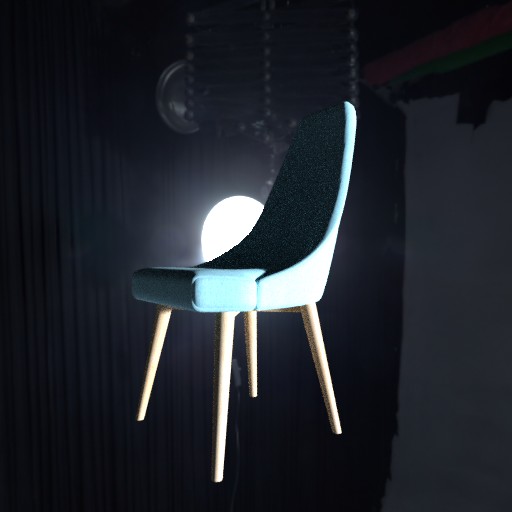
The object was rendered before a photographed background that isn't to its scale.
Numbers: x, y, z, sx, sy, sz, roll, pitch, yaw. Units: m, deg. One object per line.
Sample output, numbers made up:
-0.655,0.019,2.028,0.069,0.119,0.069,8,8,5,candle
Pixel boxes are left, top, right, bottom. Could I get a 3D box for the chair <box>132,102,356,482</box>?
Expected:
0.000,0.000,1.377,0.660,1.040,0.510,0,0,-36,chair
